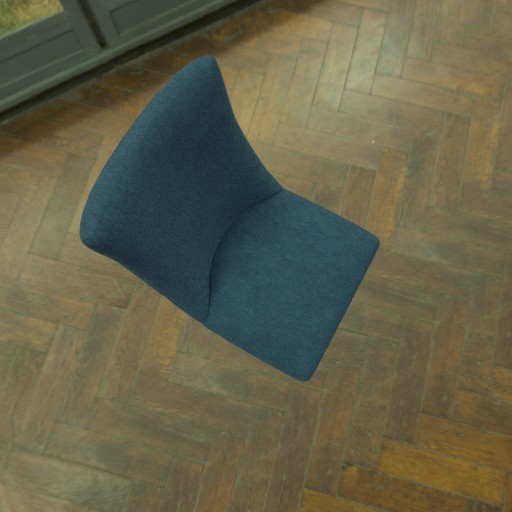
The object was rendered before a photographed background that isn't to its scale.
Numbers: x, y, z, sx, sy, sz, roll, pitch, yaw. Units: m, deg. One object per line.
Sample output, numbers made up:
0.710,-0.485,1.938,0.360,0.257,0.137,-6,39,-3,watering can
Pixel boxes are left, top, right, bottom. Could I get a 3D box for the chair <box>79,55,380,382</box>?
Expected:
0.000,0.000,1.280,0.609,0.902,0.495,29,77,7,chair
